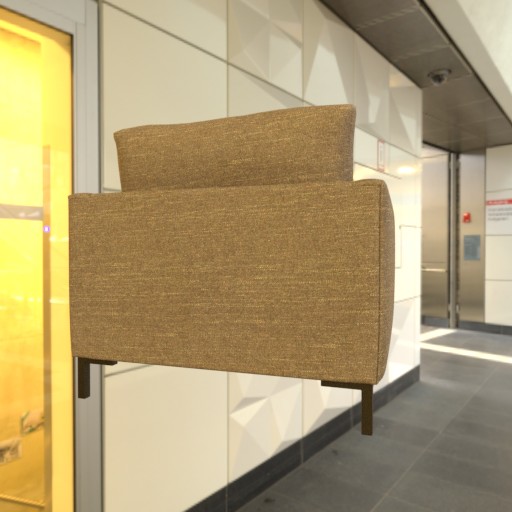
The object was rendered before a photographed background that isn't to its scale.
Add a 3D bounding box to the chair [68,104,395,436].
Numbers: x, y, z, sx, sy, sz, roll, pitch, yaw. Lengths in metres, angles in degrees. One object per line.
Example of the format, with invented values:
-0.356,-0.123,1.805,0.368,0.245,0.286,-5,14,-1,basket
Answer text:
0.000,0.000,1.570,0.940,0.841,0.845,0,1,18,chair
